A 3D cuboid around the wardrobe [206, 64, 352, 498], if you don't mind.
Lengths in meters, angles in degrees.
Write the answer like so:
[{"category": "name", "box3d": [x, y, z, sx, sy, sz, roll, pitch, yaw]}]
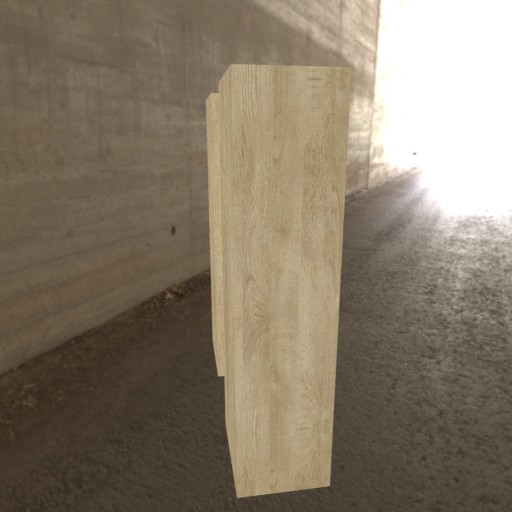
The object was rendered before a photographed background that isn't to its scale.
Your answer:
[{"category": "wardrobe", "box3d": [0.000, 0.000, 2.824, 0.480, 2.000, 1.770, -2, 15, -9]}]
